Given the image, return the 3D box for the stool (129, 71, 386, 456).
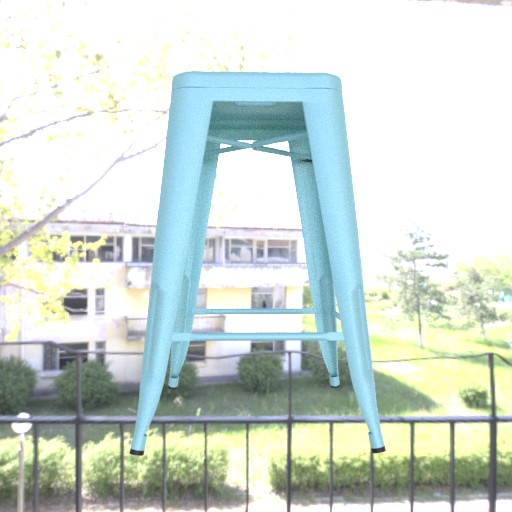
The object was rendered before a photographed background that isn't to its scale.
[{"bbox_3d":[0.000,0.000,0.852,0.399,0.609,0.359,0,0,-2],"label":"stool"}]
